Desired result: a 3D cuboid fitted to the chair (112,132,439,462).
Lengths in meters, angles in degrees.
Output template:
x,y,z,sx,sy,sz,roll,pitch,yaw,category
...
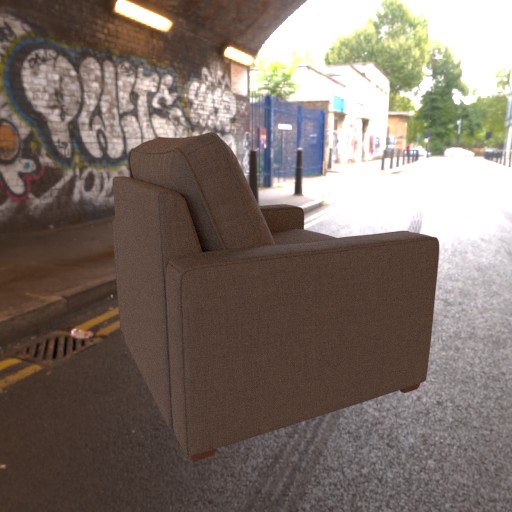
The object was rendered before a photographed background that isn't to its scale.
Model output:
x,y,z,sx,sy,sz,roll,pitch,yaw,category
0.000,0.000,1.752,0.940,0.919,1.017,-7,15,-26,chair
